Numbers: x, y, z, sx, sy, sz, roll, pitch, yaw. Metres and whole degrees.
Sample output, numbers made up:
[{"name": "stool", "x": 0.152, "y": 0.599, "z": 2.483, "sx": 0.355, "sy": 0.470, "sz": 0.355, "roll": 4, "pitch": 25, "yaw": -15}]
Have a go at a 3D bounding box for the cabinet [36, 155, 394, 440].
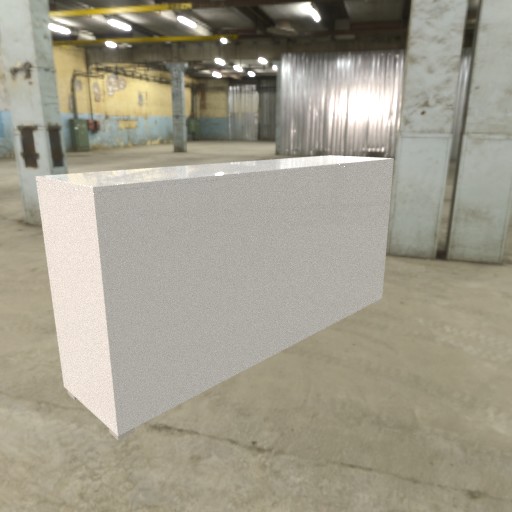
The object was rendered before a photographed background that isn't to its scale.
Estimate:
[{"name": "cabinet", "x": 0.000, "y": 0.000, "z": 1.989, "sx": 0.400, "sy": 0.800, "sz": 1.650, "roll": 15, "pitch": 22, "yaw": 42}]
